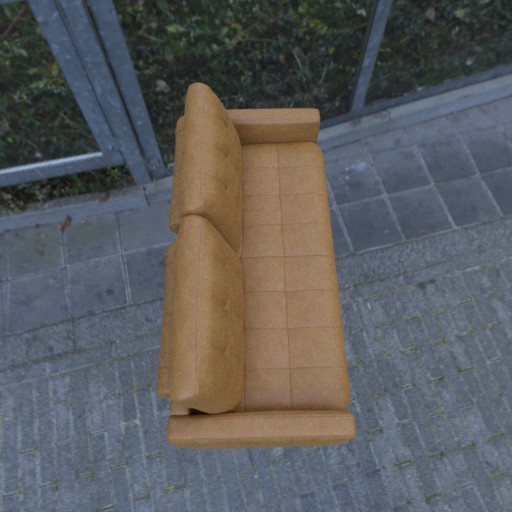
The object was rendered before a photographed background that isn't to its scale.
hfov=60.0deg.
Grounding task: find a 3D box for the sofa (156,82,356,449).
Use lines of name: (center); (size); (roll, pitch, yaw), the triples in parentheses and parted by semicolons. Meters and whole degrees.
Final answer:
sofa: (0.000, 0.000, 2.304); (0.850, 0.898, 1.821); (-1, 64, -1)
